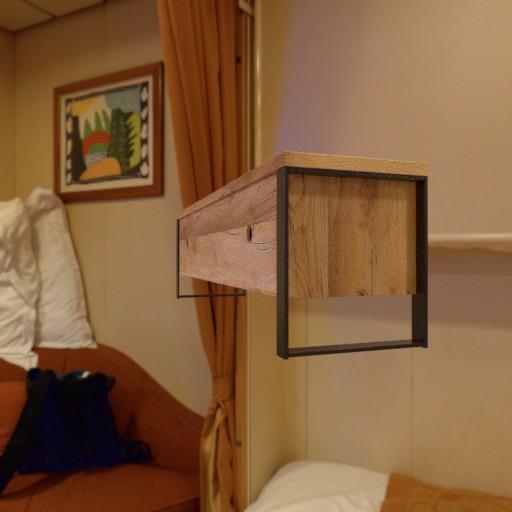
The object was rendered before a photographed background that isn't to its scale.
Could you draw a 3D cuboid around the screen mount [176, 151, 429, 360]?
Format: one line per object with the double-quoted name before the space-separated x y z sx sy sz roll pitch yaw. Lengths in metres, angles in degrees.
"screen mount" 0.000 0.000 1.738 0.395 0.450 1.524 0 0 -19
